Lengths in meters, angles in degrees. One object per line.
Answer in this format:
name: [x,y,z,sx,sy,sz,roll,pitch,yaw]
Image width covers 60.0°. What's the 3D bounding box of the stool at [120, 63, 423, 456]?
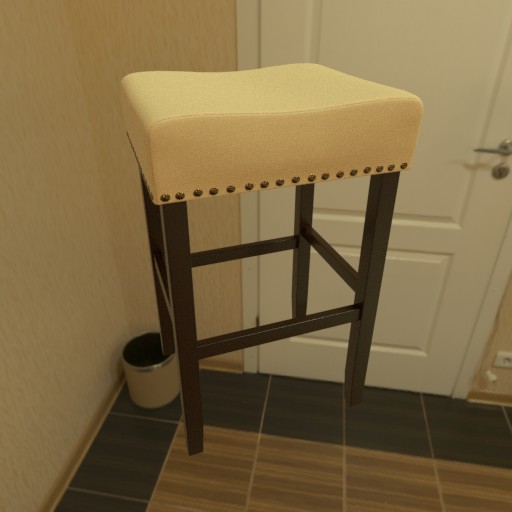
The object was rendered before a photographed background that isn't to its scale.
stool: [0.000,0.000,1.020,0.471,0.762,0.401,-10,33,-17]
